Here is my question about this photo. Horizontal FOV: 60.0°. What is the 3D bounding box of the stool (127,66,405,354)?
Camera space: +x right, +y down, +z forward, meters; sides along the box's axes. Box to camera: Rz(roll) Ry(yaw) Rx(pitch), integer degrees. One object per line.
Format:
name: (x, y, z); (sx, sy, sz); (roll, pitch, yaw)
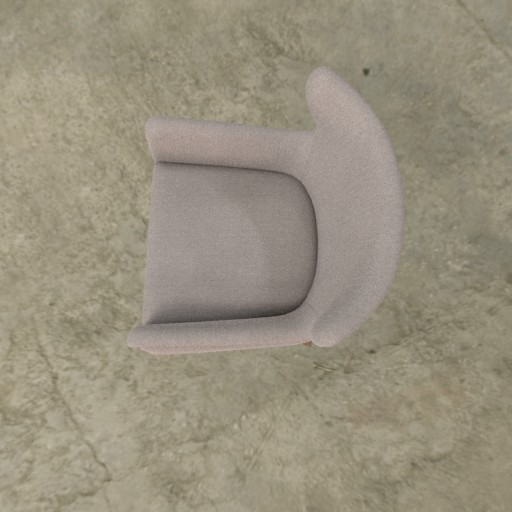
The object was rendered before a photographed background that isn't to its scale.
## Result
stool: (0.000, 0.000, 1.286); (0.575, 0.951, 0.575); (1, 75, 0)
